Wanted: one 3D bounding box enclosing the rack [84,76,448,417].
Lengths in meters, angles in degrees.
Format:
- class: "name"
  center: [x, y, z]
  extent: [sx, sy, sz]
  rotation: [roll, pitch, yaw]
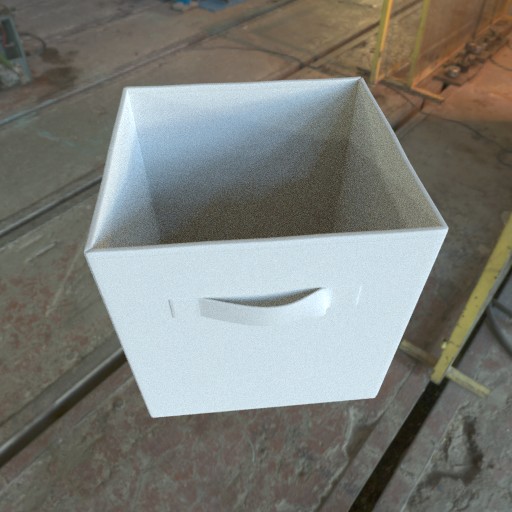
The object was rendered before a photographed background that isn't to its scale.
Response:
- class: "rack"
  center: [0.000, 0.000, 0.499]
  extent: [0.270, 0.280, 0.270]
  rotation: [-4, 47, -4]
